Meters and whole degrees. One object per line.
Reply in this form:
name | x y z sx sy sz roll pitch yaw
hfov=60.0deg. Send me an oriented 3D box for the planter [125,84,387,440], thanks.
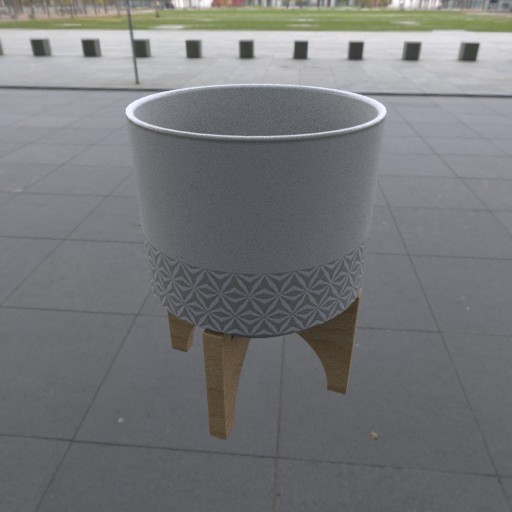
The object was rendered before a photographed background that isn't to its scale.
planter | 0.000 0.000 0.519 0.249 0.343 0.249 0 30 0
